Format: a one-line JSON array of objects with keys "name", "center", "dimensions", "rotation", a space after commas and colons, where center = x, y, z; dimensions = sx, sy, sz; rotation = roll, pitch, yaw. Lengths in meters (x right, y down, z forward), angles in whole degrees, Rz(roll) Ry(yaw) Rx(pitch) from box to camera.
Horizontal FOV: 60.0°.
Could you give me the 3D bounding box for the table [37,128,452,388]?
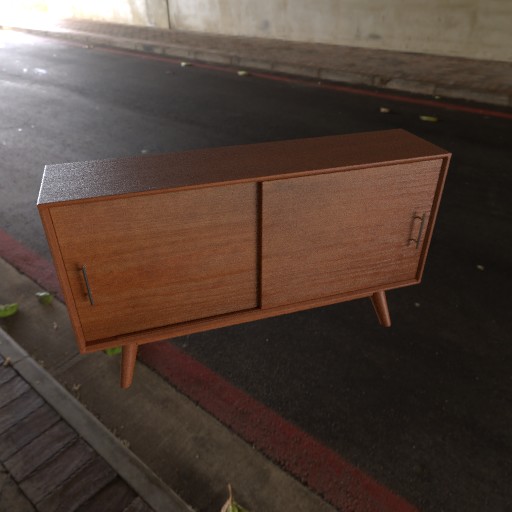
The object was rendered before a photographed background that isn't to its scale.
[{"name": "table", "center": [0.000, 0.000, 1.542], "dimensions": [1.220, 0.698, 0.308], "rotation": [-10, 34, -15]}]
